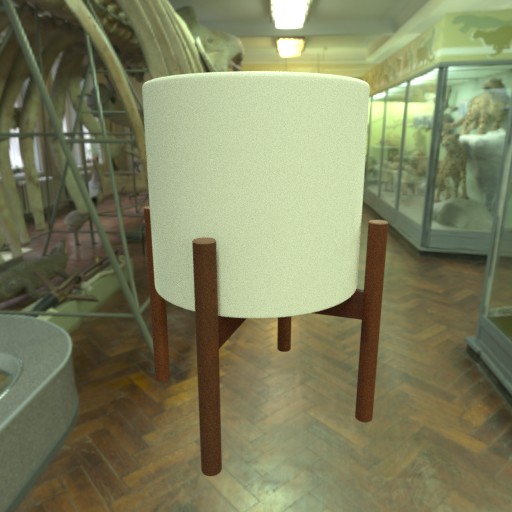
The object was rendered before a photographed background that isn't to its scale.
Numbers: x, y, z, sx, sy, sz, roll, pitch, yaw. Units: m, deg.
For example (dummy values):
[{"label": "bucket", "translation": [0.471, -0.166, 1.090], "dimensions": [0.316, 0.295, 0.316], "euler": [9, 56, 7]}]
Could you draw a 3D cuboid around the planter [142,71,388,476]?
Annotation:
[{"label": "planter", "translation": [0.000, 0.000, 0.496], "dimensions": [0.224, 0.358, 0.224], "euler": [-7, 17, -25]}]
